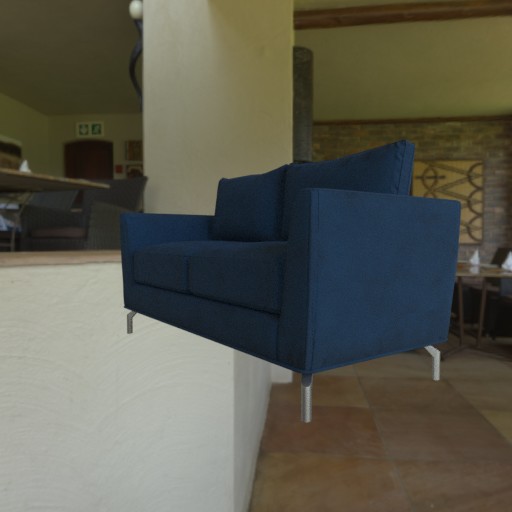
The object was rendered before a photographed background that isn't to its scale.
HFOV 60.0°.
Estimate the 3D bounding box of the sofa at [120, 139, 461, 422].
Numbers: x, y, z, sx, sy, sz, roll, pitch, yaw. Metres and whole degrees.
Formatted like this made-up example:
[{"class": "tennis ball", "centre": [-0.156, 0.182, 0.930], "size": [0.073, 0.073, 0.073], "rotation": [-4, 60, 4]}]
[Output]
[{"class": "sofa", "centre": [0.000, 0.000, 2.311], "size": [0.853, 1.002, 1.770], "rotation": [-2, 3, -36]}]
